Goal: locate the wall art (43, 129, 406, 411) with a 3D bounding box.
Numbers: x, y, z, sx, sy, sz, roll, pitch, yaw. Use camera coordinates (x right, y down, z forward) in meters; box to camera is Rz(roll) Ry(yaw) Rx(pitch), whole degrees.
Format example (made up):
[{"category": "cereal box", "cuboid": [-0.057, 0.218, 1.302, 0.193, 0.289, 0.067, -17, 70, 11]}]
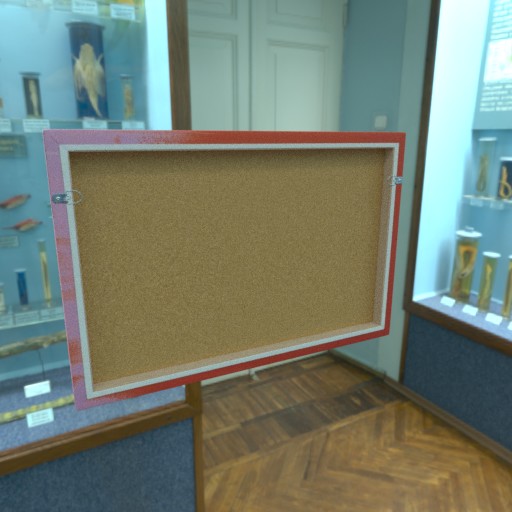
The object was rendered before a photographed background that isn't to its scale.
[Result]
[{"category": "wall art", "cuboid": [0.000, 0.000, 1.122, 0.913, 0.609, 0.040, -7, 16, -25]}]
